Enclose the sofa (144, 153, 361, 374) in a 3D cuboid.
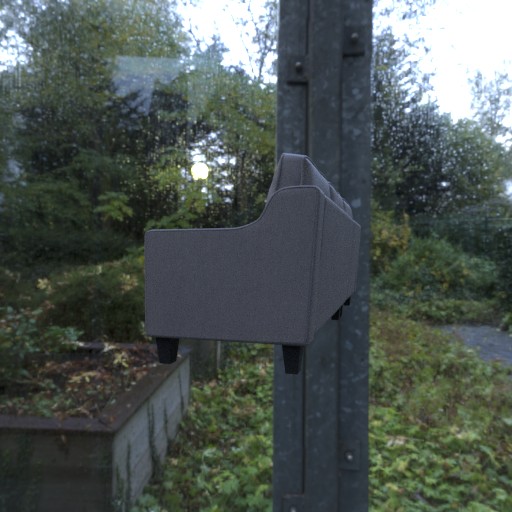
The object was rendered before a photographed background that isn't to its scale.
[{"bbox_3d":[0.000,0.000,3.104,1.294,0.928,2.561,0,0,17],"label":"sofa"}]
